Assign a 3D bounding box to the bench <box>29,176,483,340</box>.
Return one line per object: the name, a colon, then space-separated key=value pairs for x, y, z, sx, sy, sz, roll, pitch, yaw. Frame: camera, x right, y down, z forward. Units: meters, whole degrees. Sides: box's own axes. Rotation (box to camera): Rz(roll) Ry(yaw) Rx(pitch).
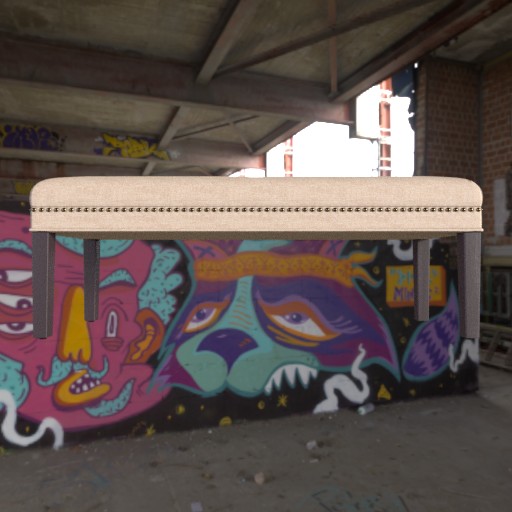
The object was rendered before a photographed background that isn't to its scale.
bench: x=0.000 y=0.000 z=1.385 sx=1.219 sy=0.457 sz=0.410 roll=0 pitch=-1 yaw=0
